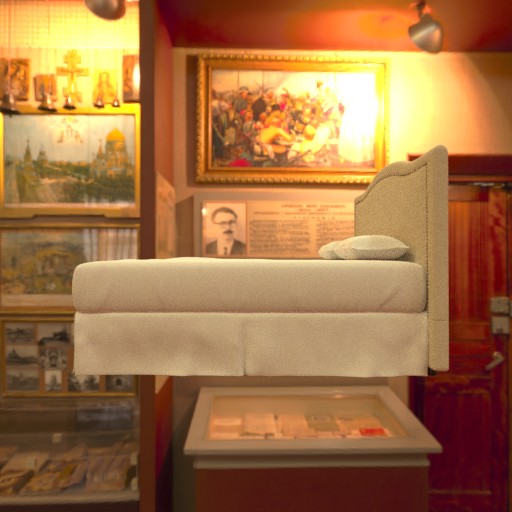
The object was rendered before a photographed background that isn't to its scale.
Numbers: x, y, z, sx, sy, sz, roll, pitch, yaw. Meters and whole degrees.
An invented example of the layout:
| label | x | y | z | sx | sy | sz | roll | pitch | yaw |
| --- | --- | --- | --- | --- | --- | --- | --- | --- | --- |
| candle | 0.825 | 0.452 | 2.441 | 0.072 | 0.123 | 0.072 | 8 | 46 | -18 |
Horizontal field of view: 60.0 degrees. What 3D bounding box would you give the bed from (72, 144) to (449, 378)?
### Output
| label | x | y | z | sx | sy | sz | roll | pitch | yaw |
| --- | --- | --- | --- | --- | --- | --- | --- | --- | --- |
| bed | 0.000 | 0.000 | 3.517 | 2.182 | 1.421 | 2.083 | 0 | 0 | 0 |
